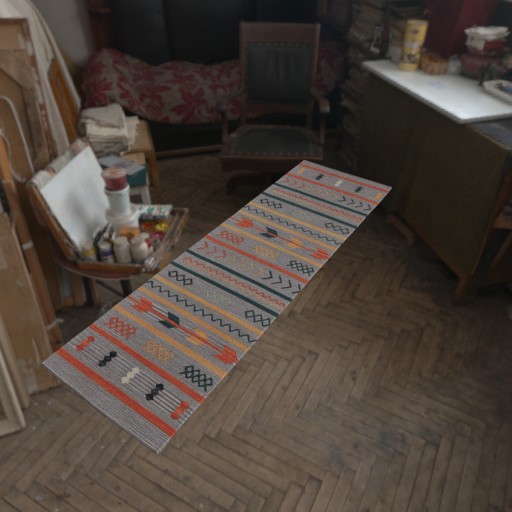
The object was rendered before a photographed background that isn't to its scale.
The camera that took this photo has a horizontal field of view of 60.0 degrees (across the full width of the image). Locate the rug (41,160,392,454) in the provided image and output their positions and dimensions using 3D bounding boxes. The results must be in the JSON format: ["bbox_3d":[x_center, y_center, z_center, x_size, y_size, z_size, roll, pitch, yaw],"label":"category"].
[{"bbox_3d":[0.000,0.000,2.632,0.744,0.022,2.419,24,45,26],"label":"rug"}]
